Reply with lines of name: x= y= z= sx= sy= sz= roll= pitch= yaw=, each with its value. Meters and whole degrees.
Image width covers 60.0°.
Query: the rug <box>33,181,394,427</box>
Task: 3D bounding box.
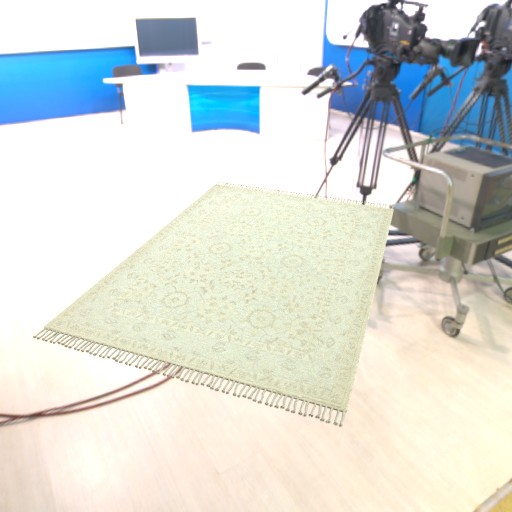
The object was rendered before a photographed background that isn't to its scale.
rug: x=0.000 y=0.000 z=2.272 sx=1.223 sy=0.015 sz=1.771 roll=11 pitch=32 yaw=17
